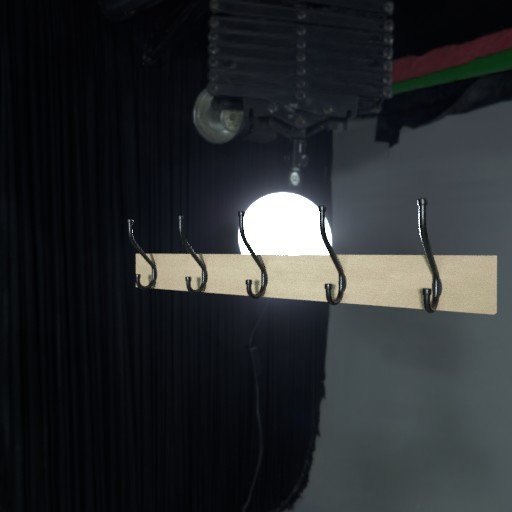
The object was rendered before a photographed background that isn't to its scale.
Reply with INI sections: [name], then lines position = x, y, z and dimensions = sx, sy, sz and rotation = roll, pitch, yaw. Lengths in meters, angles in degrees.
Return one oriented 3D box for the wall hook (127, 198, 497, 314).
[wall hook]
position = 0.000, 0.000, 0.602
dimensions = 0.571, 0.117, 0.071
rotation = 0, 1, 37
